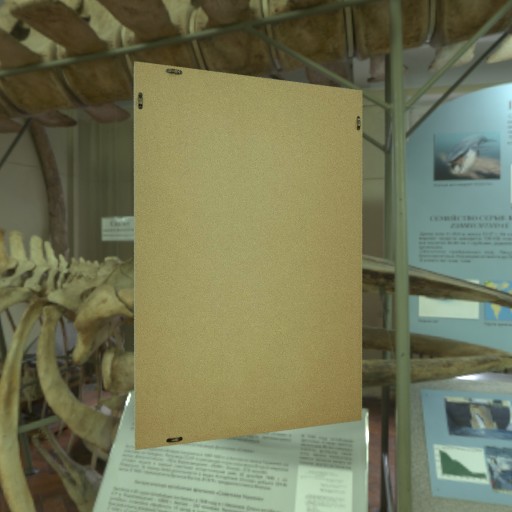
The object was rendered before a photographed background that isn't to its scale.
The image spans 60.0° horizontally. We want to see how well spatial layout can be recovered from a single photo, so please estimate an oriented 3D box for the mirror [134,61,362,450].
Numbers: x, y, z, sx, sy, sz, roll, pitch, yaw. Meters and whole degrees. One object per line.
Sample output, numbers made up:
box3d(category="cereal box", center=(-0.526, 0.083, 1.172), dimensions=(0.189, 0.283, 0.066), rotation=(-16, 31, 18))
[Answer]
box3d(category="mirror", center=(0.000, 0.000, 1.151), dimensions=(0.609, 0.915, 0.041), rotation=(0, 0, -18))
